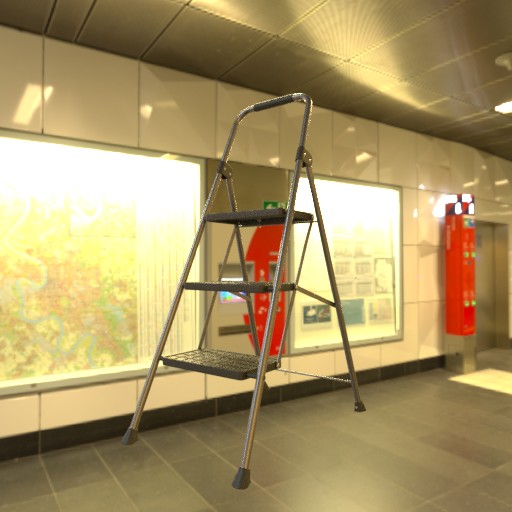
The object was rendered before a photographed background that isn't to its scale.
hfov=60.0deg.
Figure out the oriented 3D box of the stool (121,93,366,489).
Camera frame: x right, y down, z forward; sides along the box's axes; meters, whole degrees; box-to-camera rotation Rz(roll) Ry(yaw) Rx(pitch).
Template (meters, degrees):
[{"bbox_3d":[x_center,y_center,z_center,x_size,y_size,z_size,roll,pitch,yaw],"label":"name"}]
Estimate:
[{"bbox_3d":[0.000,0.000,1.484,0.473,1.121,0.733,-1,-1,37],"label":"stool"}]
